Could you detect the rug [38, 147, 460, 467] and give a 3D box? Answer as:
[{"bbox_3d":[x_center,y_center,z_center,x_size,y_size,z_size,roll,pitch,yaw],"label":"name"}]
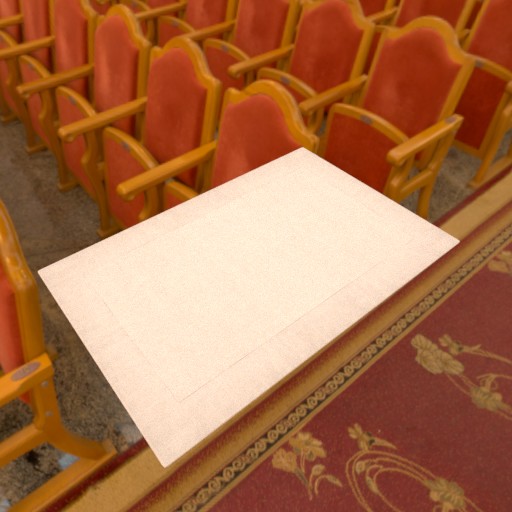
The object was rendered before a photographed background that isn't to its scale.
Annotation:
[{"bbox_3d":[0.000,0.000,2.292,1.829,0.013,1.219,-30,52,-27],"label":"rug"}]
